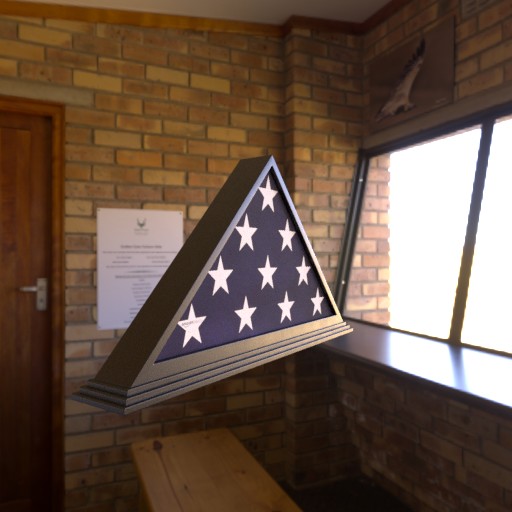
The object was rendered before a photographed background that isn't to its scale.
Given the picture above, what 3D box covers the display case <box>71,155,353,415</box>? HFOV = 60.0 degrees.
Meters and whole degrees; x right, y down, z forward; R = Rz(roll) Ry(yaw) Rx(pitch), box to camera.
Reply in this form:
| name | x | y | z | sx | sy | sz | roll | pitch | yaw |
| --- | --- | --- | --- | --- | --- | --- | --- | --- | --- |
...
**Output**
| name | x | y | z | sx | sy | sz | roll | pitch | yaw |
| --- | --- | --- | --- | --- | --- | --- | --- | --- | --- |
| display case | 0.000 | 0.000 | 0.763 | 0.095 | 0.340 | 0.640 | 0 | 0 | 34 |
